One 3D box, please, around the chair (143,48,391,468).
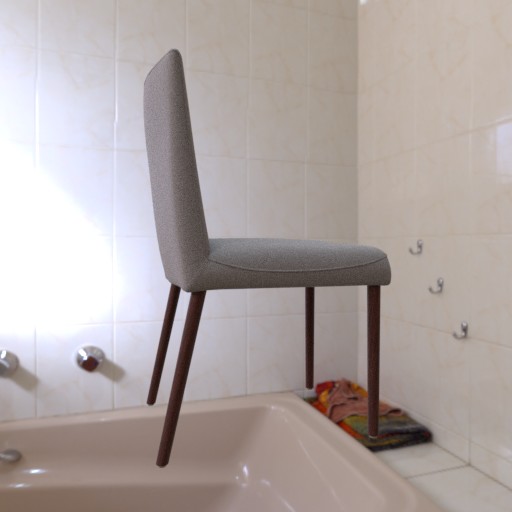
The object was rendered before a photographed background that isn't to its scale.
[{"bbox_3d":[0.000,0.000,1.161,0.570,0.859,0.456,0,1,-17],"label":"chair"}]
